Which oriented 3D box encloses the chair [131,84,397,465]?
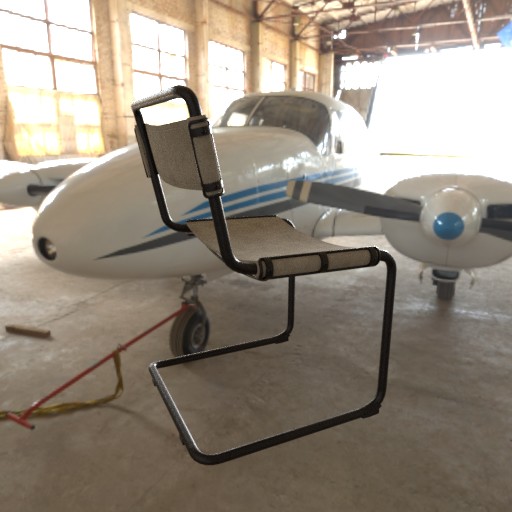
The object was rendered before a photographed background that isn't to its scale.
[{"bbox_3d":[0.000,0.000,1.111,0.497,0.747,0.499,-7,16,-25],"label":"chair"}]
